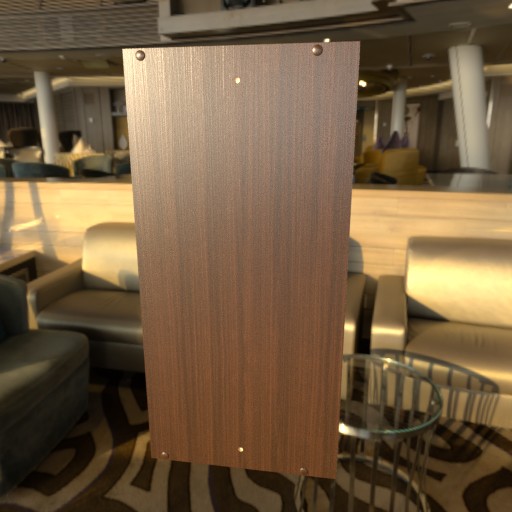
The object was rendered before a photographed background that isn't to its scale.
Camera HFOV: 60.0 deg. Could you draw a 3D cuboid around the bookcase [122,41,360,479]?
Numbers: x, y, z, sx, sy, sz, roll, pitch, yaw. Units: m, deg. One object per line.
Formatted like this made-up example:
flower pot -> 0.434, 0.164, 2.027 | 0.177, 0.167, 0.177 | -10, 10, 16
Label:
bookcase -> 0.000, 0.000, 0.749 | 0.290, 0.600, 0.300 | 2, 15, 9
